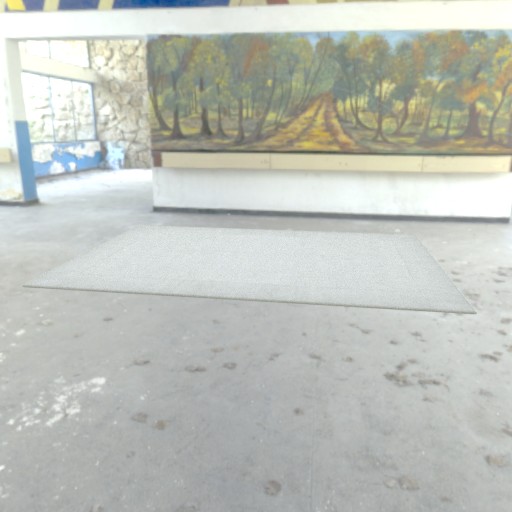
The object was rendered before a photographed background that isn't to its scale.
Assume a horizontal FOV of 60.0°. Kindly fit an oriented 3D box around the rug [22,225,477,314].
[{"bbox_3d":[0.000,0.000,2.326,1.829,0.013,1.219,3,16,9],"label":"rug"}]
